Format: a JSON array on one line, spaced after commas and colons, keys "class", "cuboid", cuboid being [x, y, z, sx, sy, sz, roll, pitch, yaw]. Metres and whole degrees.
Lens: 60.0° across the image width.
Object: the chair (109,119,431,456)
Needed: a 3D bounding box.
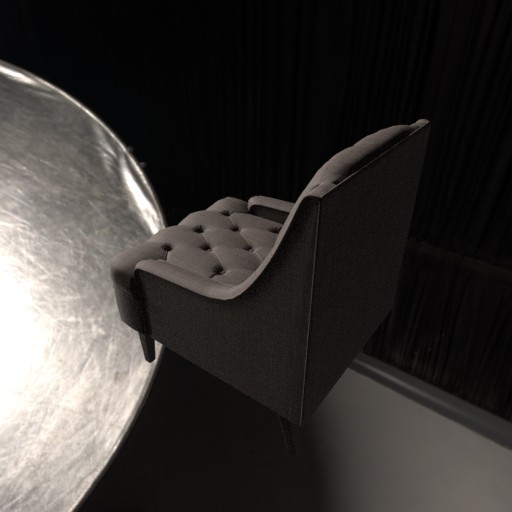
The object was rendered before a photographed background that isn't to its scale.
[{"class": "chair", "cuboid": [0.000, 0.000, 1.455, 0.771, 0.891, 0.655, 22, 38, 30]}]
